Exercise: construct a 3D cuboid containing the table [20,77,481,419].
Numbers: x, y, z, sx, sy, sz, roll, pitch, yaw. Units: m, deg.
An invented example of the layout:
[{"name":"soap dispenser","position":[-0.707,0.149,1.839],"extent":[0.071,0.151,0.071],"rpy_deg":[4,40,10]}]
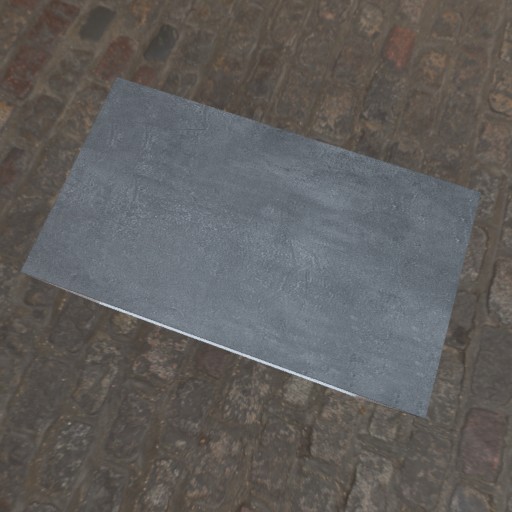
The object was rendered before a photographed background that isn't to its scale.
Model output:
[{"name":"table","position":[0.000,0.000,0.932],"extent":[0.700,0.350,0.400],"rpy_deg":[19,77,5]}]
